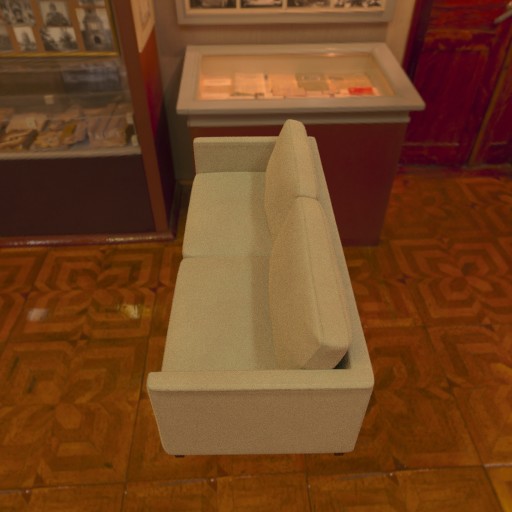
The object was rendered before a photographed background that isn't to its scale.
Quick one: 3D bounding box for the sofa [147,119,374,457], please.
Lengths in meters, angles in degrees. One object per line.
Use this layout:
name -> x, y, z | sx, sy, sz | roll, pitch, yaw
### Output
sofa -> 0.000, 0.000, 2.735 | 0.948, 0.932, 2.181 | -1, 41, -1
